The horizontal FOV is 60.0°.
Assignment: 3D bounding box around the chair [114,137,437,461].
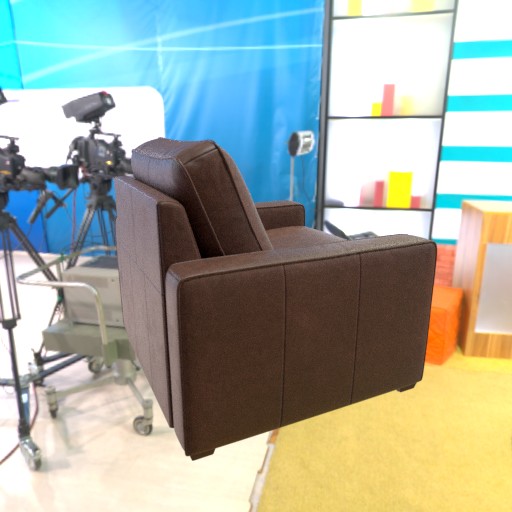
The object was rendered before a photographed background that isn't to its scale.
[{"bbox_3d":[0.000,0.000,1.771,0.940,0.919,1.017,-8,18,-25],"label":"chair"}]
